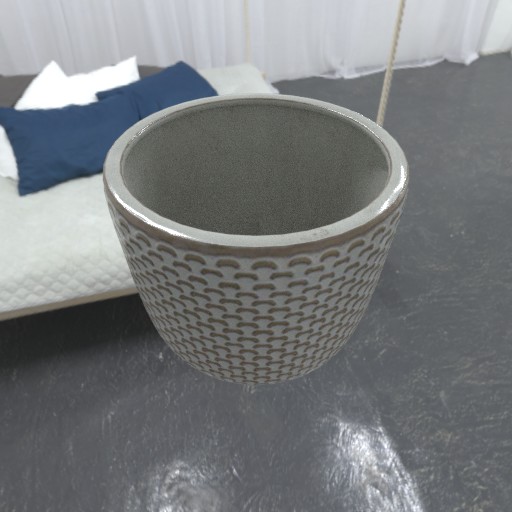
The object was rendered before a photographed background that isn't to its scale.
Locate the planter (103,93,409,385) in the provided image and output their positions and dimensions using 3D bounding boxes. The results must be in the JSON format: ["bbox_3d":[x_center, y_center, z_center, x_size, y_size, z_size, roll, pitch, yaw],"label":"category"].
[{"bbox_3d":[0.000,0.000,0.246,0.139,0.130,0.139,0,42,0],"label":"planter"}]
